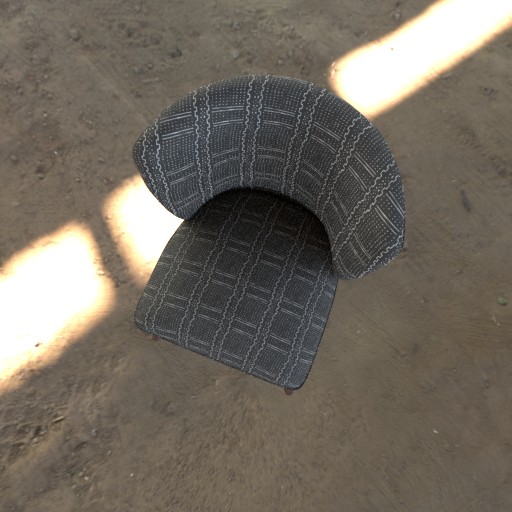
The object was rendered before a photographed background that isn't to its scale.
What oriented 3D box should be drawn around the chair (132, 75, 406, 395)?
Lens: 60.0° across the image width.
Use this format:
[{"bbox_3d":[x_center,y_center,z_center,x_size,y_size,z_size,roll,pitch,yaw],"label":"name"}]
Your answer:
[{"bbox_3d":[0.000,0.000,1.448,0.710,0.866,0.758,21,76,5],"label":"chair"}]
